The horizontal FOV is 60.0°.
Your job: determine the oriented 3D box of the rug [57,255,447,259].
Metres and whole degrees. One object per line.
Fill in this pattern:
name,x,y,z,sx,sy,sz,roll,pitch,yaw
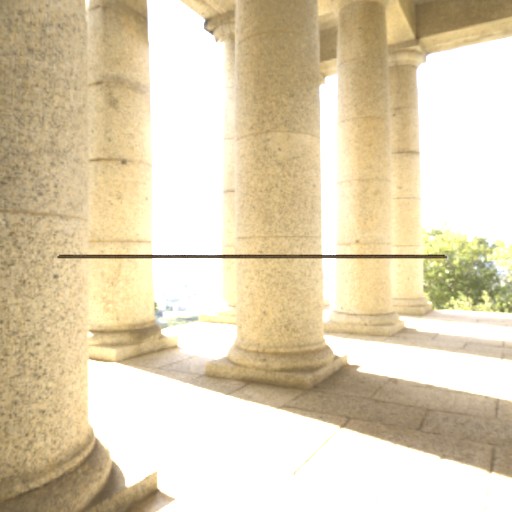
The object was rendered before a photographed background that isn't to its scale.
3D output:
rug,0.000,0.000,2.903,1.555,0.016,2.286,0,0,1
